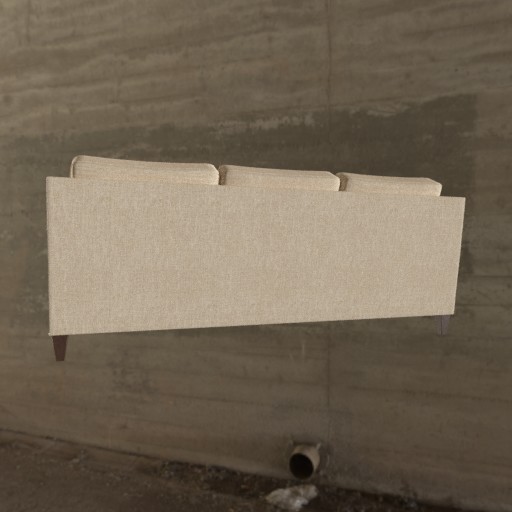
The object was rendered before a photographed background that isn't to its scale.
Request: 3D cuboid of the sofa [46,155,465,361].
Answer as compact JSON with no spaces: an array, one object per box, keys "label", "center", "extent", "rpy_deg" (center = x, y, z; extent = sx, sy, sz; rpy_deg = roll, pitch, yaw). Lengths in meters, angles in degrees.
[{"label":"sofa","center":[0.000,0.000,2.702],"extent":[2.210,0.940,1.041],"rpy_deg":[0,0,-18]}]
